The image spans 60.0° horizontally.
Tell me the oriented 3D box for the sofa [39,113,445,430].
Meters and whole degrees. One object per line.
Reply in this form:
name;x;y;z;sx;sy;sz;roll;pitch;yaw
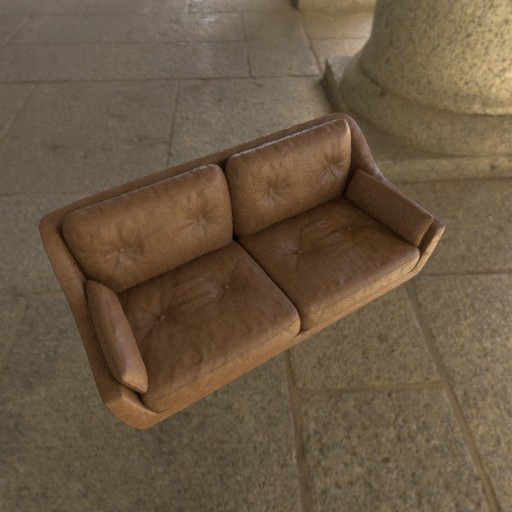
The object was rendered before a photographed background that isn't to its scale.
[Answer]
sofa;0.000;0.000;2.338;1.902;0.839;0.904;-25;51;-22
